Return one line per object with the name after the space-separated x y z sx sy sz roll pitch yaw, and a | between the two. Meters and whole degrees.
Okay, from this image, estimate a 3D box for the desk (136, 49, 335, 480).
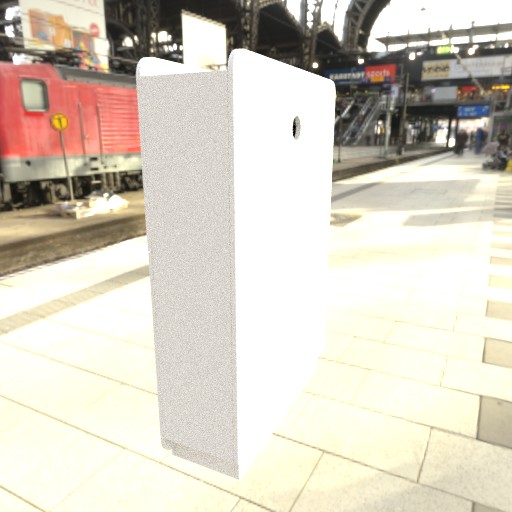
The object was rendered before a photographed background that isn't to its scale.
0.000 0.000 1.531 0.278 1.190 0.795 7 17 25 | desk
